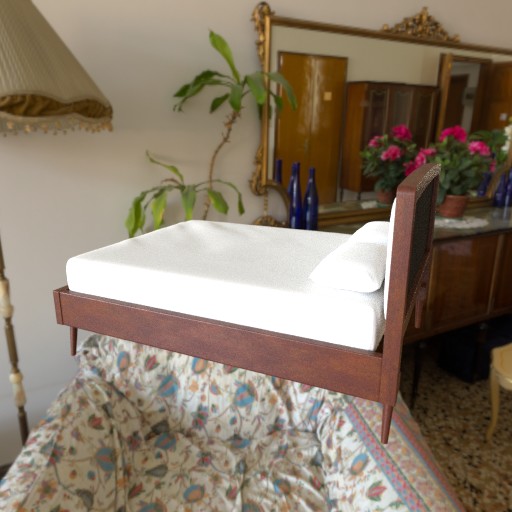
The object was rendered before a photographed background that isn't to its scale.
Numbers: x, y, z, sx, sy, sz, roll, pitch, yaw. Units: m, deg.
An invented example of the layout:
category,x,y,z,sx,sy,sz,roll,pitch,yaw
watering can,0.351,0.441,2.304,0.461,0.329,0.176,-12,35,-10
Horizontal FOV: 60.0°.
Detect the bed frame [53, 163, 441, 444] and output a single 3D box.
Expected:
category,x,y,z,sx,sy,sz,roll,pitch,yaw
bed frame,0.000,0.000,3.082,2.171,1.279,1.587,7,17,24
